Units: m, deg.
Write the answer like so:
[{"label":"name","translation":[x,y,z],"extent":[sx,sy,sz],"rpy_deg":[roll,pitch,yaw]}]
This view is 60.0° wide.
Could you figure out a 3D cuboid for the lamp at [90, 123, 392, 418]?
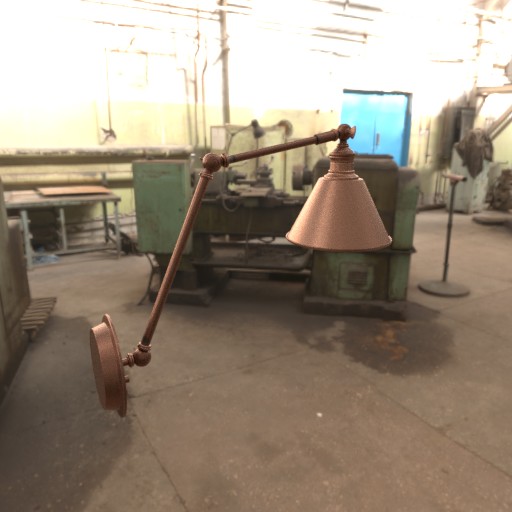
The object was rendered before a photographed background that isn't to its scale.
[{"label":"lamp","translation":[0.000,0.000,0.868],"extent":[0.624,0.502,0.223],"rpy_deg":[-8,17,-27]}]
